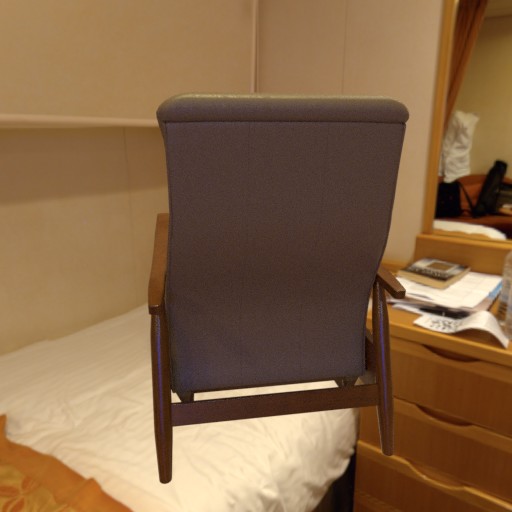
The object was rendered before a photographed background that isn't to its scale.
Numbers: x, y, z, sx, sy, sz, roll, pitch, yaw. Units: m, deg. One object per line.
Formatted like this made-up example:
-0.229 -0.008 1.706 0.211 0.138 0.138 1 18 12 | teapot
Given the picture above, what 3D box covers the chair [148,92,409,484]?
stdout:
0.000 0.000 1.672 0.762 1.082 1.014 -3 16 -9 | chair
